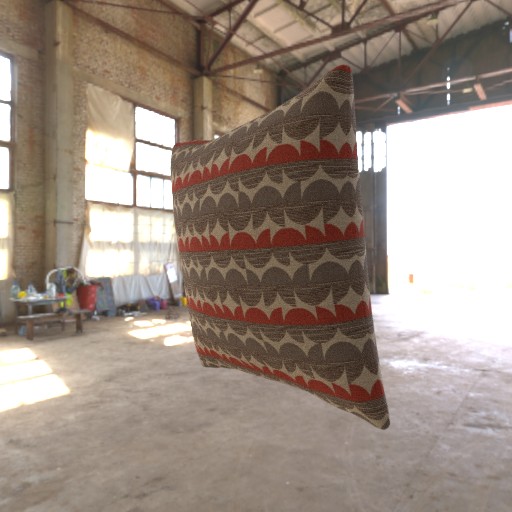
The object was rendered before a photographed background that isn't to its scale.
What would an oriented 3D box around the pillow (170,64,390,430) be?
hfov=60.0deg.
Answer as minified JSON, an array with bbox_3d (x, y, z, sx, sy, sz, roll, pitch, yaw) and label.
[{"bbox_3d":[0.000,0.000,0.648,0.180,0.410,0.420,0,-1,-36],"label":"pillow"}]
